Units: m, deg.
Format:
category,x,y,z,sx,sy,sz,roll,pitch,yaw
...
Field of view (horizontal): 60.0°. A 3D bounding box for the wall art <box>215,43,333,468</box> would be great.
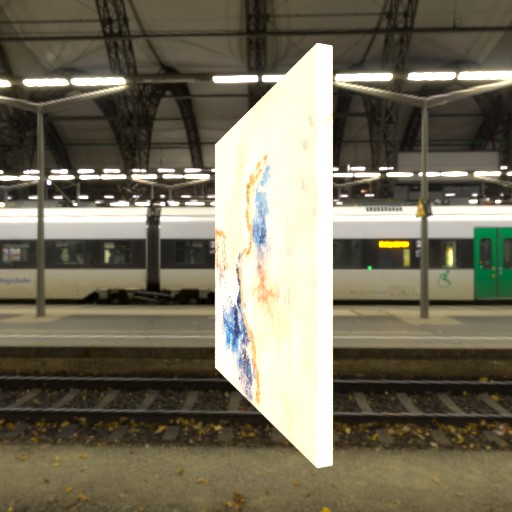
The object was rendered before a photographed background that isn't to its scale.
category,x,y,z,sx,sy,sz,roll,pitch,yaw
wall art,0.000,0.000,1.350,0.038,0.889,0.889,0,0,-19
